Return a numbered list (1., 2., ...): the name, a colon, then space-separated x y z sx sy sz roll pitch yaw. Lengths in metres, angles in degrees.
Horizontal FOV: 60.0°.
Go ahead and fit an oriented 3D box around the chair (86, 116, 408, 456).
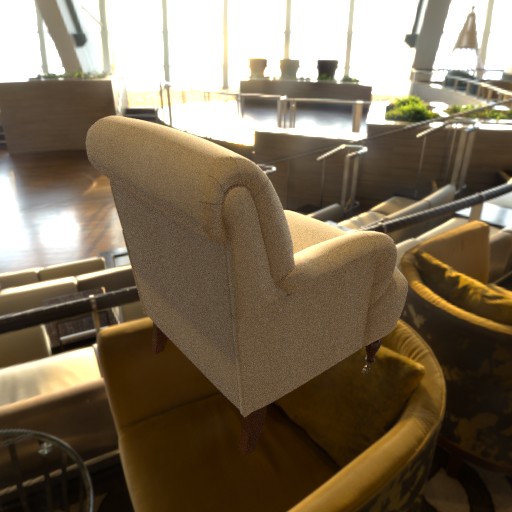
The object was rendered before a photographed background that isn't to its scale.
1. chair: 0.000 0.000 1.545 0.842 0.944 0.766 -19 32 -33
